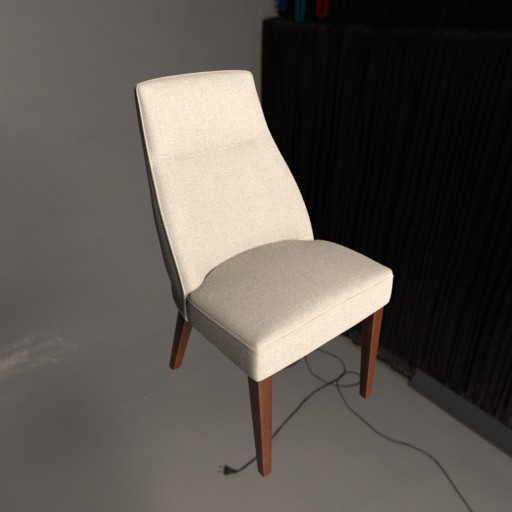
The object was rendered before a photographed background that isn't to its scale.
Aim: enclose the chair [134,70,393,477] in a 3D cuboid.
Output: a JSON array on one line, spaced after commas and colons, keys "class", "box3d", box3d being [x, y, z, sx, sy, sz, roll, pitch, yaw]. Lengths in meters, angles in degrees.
[{"class": "chair", "box3d": [0.000, 0.000, 1.280, 0.500, 0.930, 0.620, -22, 37, -33]}]
